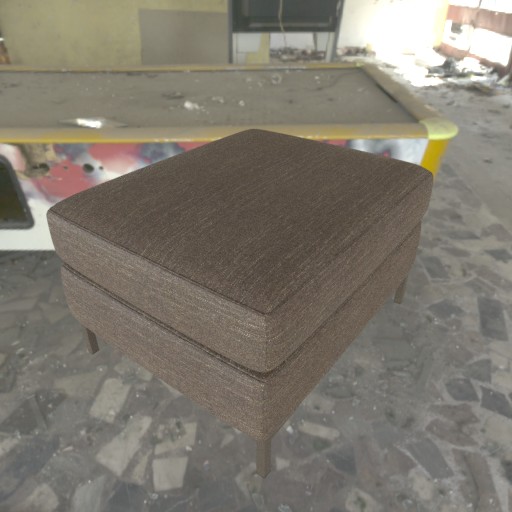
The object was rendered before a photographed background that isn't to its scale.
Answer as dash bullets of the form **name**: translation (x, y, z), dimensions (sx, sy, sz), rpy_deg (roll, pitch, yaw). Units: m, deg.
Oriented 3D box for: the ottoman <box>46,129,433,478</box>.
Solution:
- **ottoman**: translation (0.000, 0.000, 1.222), dimensions (0.671, 0.490, 0.820), rpy_deg (22, 38, 31)
